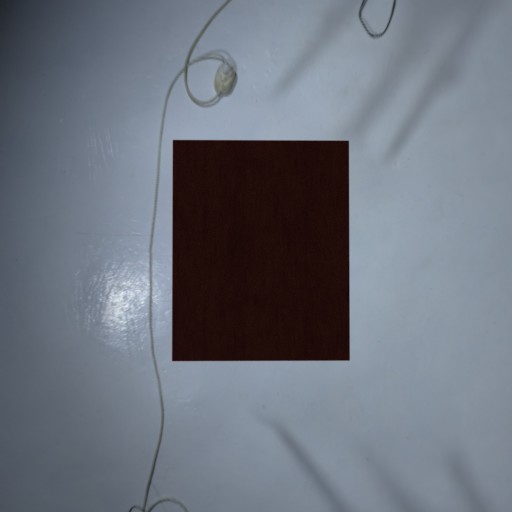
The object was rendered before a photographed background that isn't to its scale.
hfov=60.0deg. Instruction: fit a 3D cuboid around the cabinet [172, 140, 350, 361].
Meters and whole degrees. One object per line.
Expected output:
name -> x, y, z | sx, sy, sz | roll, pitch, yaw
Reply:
cabinet -> 0.000, 0.000, 1.759 | 0.401, 1.518, 0.500 | 0, 89, -1
